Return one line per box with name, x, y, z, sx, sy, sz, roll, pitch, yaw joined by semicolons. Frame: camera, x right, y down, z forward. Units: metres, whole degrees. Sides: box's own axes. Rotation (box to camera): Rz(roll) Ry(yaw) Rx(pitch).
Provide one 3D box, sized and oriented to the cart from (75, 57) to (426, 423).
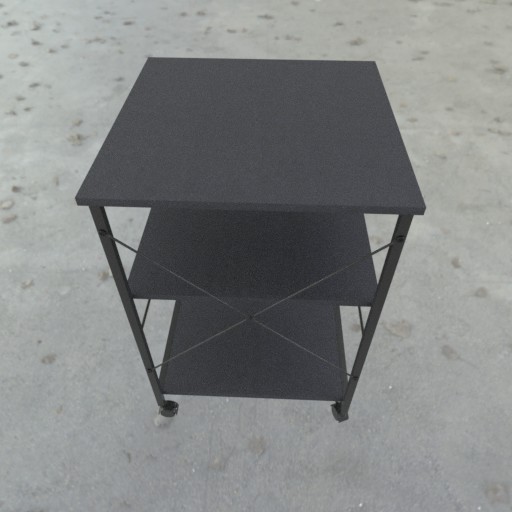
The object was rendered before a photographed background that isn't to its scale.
cart;0.000;0.000;1.108;0.521;0.762;0.520;2;46;2
